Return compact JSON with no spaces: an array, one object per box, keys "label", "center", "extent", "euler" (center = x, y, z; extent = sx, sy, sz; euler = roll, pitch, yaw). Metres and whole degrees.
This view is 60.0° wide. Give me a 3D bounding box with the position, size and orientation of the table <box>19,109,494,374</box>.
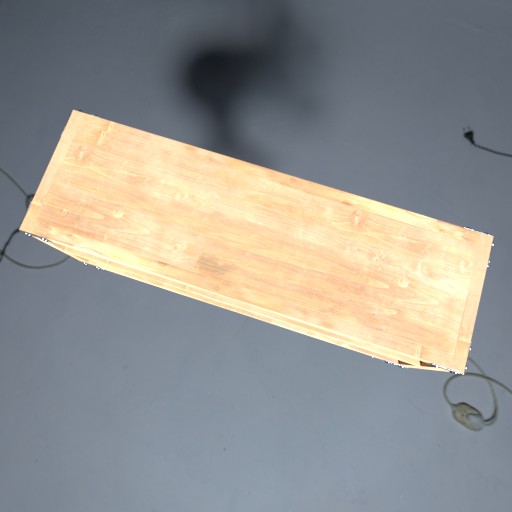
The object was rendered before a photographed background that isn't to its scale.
[{"label":"table","center":[0.000,0.000,1.783],"extent":[1.487,0.711,0.467],"euler":[18,78,4]}]
